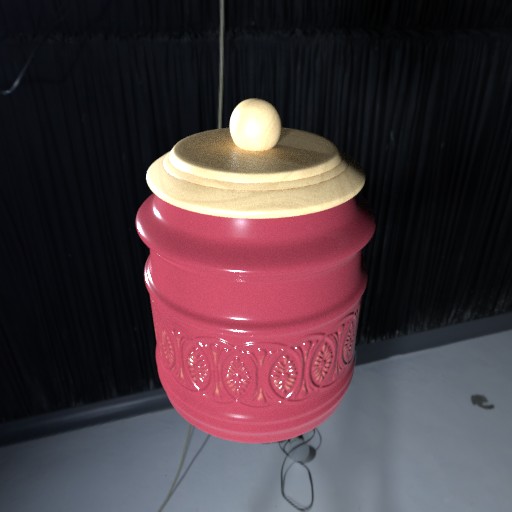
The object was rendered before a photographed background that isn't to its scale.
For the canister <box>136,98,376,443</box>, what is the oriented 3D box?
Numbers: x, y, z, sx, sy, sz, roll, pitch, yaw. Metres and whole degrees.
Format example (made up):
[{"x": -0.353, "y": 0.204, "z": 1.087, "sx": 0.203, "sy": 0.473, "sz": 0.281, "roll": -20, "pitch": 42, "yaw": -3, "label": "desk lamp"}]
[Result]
[{"x": 0.000, "y": 0.000, "z": 0.260, "sx": 0.130, "sy": 0.176, "sz": 0.130, "roll": 0, "pitch": 30, "yaw": 0, "label": "canister"}]
